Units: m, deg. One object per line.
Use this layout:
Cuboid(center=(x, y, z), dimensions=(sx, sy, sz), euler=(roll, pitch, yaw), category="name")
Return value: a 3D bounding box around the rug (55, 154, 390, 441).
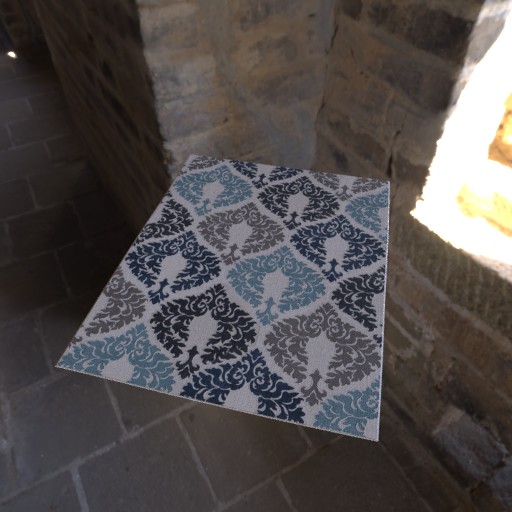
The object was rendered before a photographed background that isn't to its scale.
Cuboid(center=(0.000, 0.000, 4.203), dimensions=(2.423, 0.014, 3.040), euler=(10, 46, 9), category="rug")
